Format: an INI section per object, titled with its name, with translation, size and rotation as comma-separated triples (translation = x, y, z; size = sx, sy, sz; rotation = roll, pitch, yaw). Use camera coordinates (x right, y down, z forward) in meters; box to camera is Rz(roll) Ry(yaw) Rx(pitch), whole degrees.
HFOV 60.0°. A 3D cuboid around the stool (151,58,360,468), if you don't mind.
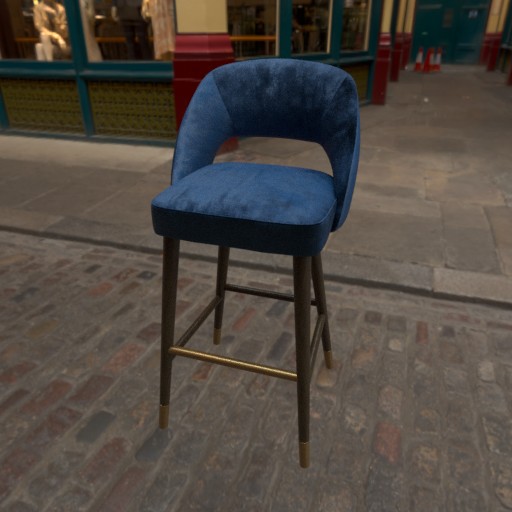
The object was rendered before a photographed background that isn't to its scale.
[stool]
translation = 0.000, 0.000, 1.280
size = 0.514, 1.016, 0.515
rotation = 9, 29, 16
